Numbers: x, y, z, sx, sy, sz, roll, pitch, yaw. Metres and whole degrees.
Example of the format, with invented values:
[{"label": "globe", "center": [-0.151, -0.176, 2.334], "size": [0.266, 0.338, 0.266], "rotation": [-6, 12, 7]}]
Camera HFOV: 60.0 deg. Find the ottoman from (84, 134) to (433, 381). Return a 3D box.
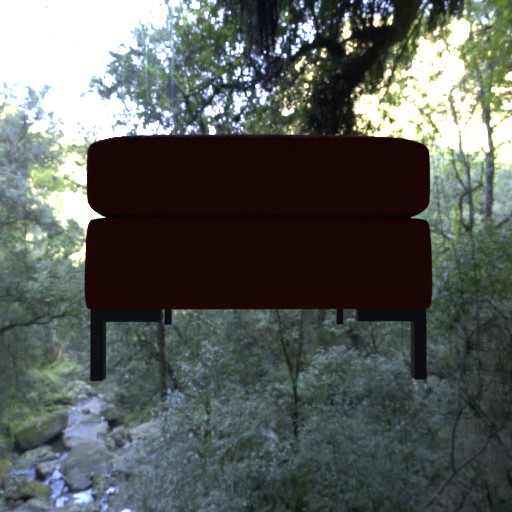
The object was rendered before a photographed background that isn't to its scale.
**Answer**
[{"label": "ottoman", "center": [0.000, 0.000, 1.173], "size": [0.650, 0.462, 0.782], "rotation": [0, -1, -1]}]
